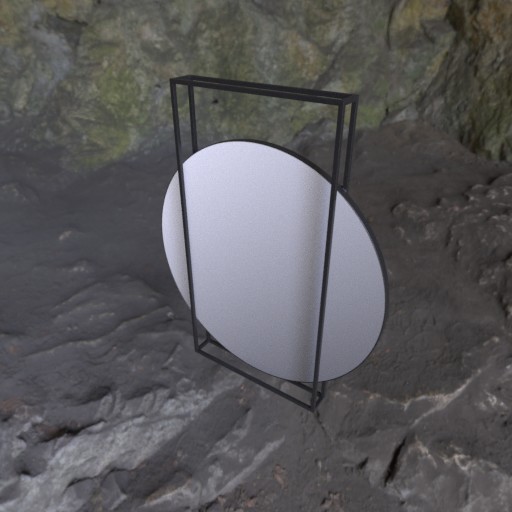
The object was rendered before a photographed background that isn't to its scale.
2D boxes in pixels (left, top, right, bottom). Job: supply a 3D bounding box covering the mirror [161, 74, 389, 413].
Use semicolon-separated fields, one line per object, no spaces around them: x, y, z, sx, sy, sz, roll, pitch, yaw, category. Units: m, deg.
0.000;0.000;0.830;0.508;0.603;0.051;19;36;29;mirror
